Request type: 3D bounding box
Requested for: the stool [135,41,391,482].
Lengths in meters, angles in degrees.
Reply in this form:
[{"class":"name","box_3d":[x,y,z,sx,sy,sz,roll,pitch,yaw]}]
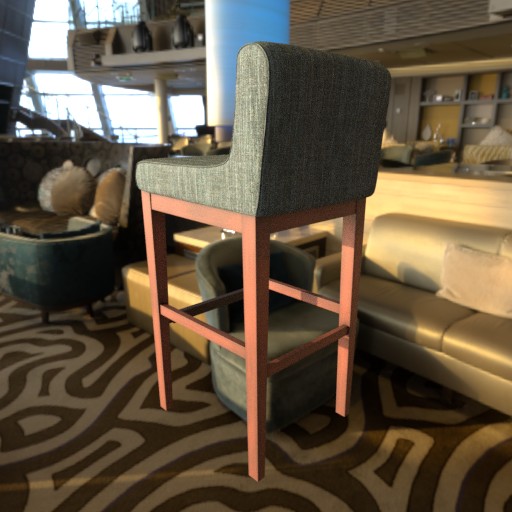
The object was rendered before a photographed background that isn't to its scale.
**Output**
[{"class":"stool","box_3d":[0.000,0.000,1.189,0.426,0.965,0.499,-15,22,-42]}]
